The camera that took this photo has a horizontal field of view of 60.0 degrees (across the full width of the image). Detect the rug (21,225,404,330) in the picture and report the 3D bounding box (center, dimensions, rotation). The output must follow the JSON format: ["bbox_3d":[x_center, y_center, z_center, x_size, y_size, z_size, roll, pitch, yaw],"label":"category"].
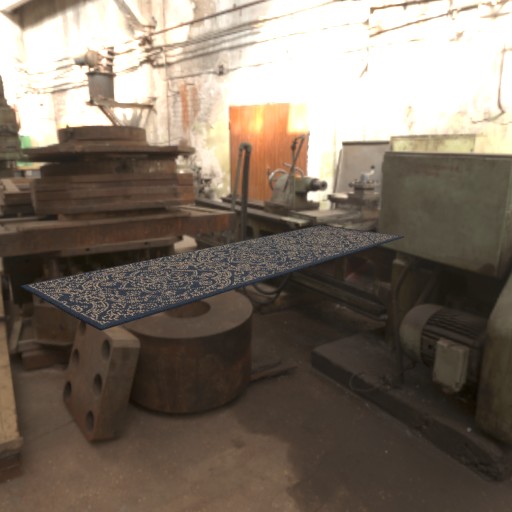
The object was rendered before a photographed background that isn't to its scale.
[{"bbox_3d":[0.000,0.000,2.709,0.769,0.012,2.448,12,18,42],"label":"rug"}]
